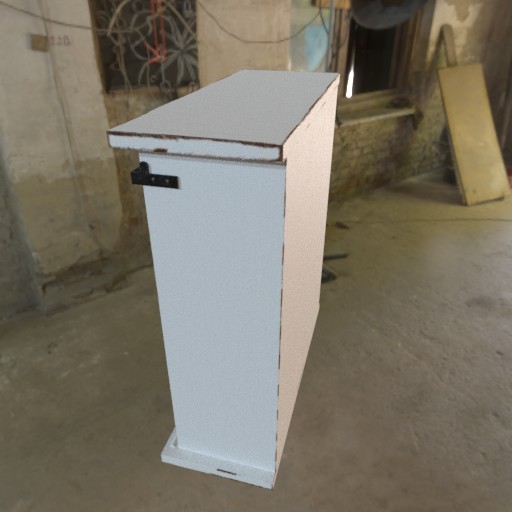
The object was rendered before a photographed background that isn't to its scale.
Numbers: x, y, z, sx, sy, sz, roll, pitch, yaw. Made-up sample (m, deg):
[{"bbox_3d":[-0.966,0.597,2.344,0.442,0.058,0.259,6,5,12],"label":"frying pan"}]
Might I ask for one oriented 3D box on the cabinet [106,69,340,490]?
[{"bbox_3d":[0.000,0.000,0.864,0.210,0.603,0.541,8,31,13],"label":"cabinet"}]
